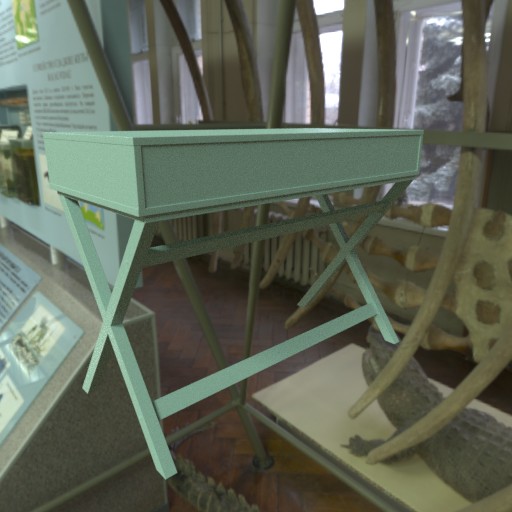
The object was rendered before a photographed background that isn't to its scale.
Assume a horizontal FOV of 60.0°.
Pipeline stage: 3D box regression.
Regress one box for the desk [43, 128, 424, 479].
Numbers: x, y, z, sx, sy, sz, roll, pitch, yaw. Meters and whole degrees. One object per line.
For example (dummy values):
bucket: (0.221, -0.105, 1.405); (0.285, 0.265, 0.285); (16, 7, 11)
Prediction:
desk: (0.000, 0.000, 1.438); (1.059, 0.780, 0.509); (-15, 22, -40)
